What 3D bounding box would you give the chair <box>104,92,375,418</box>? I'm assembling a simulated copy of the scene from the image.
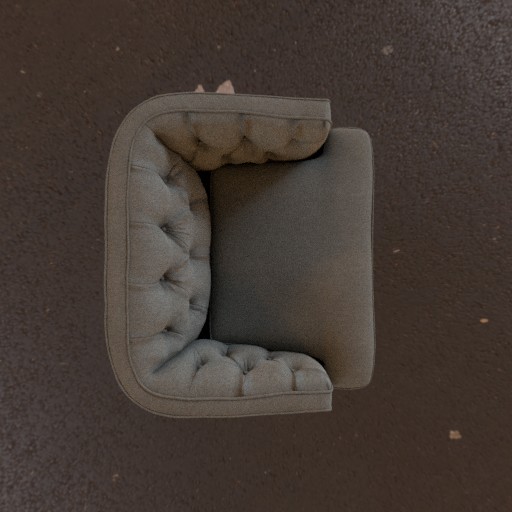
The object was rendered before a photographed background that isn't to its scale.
[{"bbox_3d":[0.000,0.000,1.780,0.945,0.852,1.094,0,89,0],"label":"chair"}]
